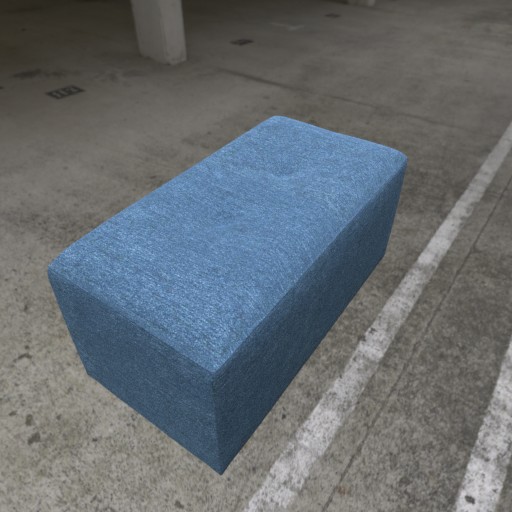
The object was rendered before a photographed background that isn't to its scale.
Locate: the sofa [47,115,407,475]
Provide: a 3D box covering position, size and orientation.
[{"bbox_3d":[0.000,0.000,1.235,0.480,0.470,0.930,25,47,26],"label":"sofa"}]
